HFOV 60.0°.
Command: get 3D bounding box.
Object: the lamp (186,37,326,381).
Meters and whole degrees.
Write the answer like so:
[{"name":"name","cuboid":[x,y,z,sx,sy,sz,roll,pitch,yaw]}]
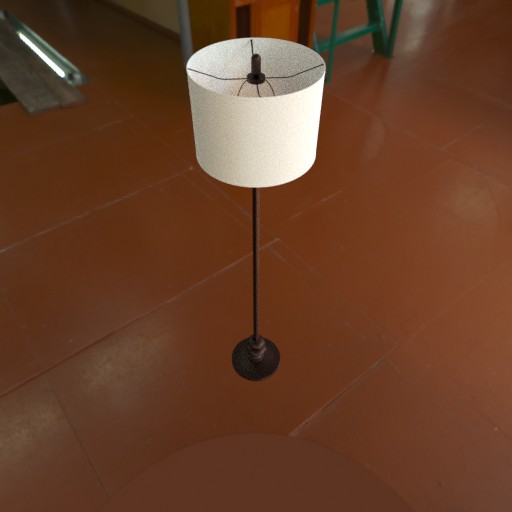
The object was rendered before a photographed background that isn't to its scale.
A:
[{"name":"lamp","cuboid":[0.000,0.000,1.661,0.356,1.487,0.356,-3,47,-3]}]
